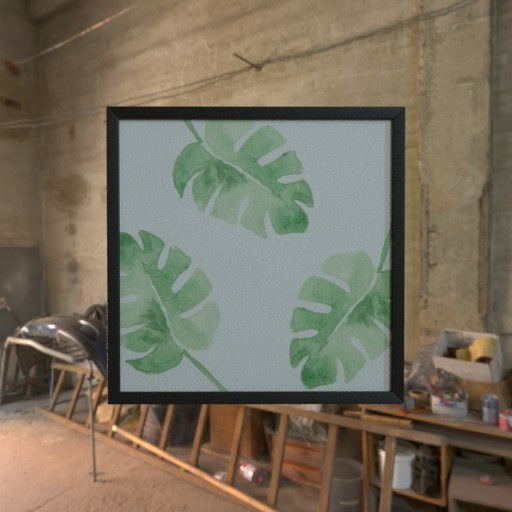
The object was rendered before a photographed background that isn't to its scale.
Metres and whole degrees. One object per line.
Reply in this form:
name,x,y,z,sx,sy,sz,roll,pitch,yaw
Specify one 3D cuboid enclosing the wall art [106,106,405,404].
wall art,0.000,0.000,1.157,0.765,0.765,0.038,0,1,0
